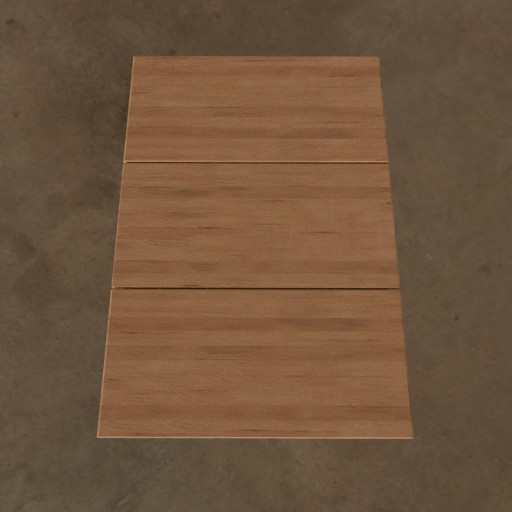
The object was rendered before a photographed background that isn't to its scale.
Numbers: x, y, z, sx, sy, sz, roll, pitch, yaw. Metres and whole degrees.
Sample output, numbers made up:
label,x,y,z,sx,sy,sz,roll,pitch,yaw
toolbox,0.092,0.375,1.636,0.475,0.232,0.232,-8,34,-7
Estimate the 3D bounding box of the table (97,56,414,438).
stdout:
label,x,y,z,sx,sy,sz,roll,pitch,yaw
table,0.000,0.000,1.806,0.900,0.770,1.300,0,74,0
